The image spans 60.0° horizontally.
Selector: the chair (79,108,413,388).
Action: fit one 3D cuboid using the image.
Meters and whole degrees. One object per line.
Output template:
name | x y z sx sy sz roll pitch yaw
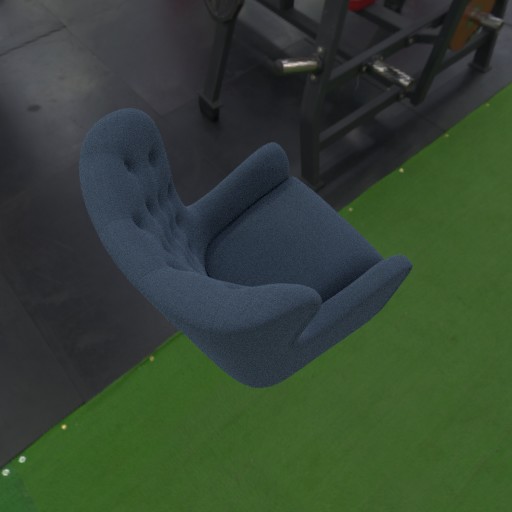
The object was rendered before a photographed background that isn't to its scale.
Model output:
chair | 0.000 0.000 1.678 0.930 1.079 0.831 -34 65 -18
